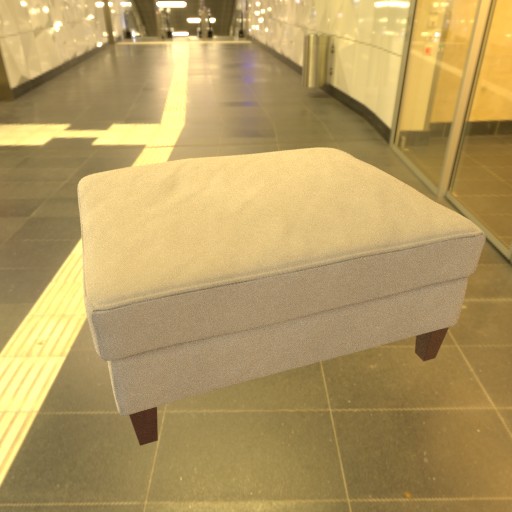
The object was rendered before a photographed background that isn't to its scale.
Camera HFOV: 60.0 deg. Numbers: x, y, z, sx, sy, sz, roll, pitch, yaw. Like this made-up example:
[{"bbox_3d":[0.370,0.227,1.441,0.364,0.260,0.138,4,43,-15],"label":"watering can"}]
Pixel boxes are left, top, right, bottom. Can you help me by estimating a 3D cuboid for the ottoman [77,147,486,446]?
[{"bbox_3d":[0.000,0.000,1.419,1.002,0.492,0.836,-10,32,-18],"label":"ottoman"}]
